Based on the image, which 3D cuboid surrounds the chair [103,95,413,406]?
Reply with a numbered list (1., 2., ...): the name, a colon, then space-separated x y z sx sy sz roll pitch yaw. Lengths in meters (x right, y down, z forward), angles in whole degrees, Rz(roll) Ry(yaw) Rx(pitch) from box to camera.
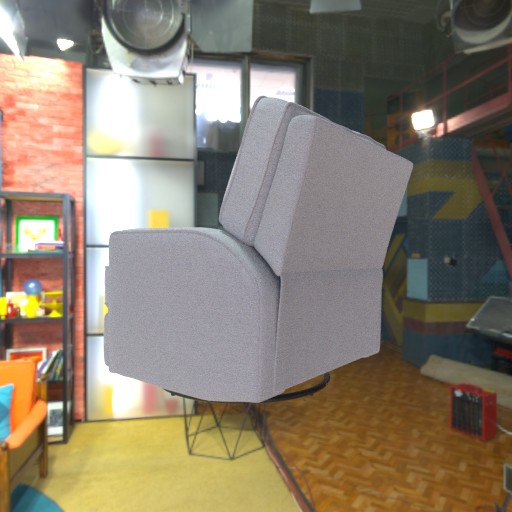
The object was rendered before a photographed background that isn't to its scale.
1. chair: 0.000 0.000 1.718 0.969 0.964 0.861 0 0 38
